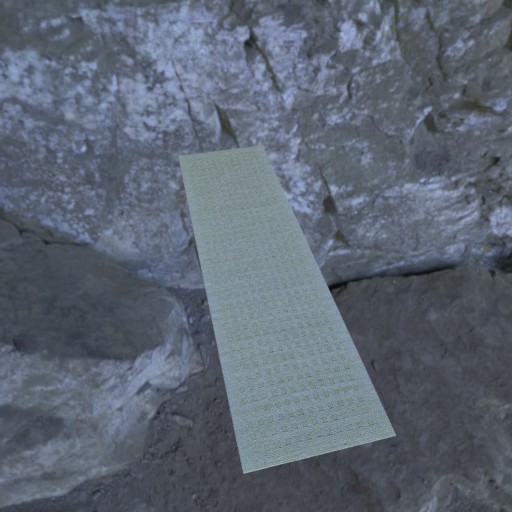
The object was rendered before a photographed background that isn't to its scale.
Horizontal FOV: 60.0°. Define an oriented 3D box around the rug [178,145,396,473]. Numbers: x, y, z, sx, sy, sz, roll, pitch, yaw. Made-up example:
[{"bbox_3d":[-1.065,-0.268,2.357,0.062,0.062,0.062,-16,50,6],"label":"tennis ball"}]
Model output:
[{"bbox_3d":[0.000,0.000,2.723,0.686,0.006,2.437,-10,46,-9],"label":"rug"}]
